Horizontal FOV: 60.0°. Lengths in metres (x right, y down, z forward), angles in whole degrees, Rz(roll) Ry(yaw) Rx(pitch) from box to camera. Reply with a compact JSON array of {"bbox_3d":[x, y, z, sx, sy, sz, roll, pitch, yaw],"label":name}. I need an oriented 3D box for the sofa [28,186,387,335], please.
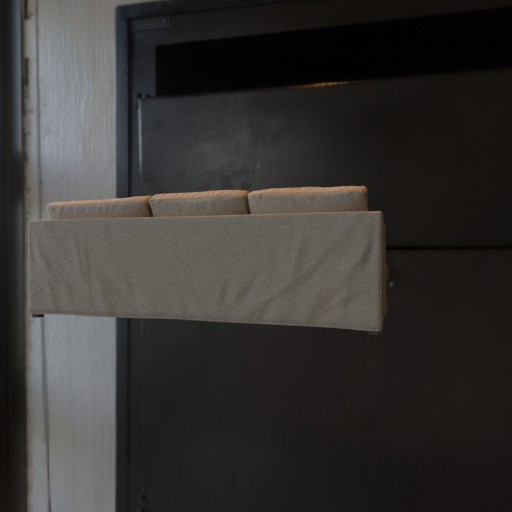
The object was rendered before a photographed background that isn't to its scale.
[{"bbox_3d":[0.000,0.000,4.279,2.432,0.871,3.182,0,0,17],"label":"sofa"}]
